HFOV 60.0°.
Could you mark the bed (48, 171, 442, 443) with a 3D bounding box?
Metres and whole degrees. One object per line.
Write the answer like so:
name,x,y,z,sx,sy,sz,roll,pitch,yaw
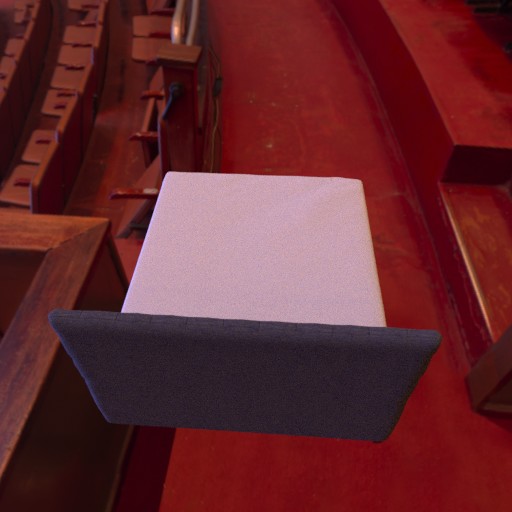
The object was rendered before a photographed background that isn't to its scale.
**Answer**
bed,0.000,0.000,3.580,2.078,1.427,2.387,3,48,3
